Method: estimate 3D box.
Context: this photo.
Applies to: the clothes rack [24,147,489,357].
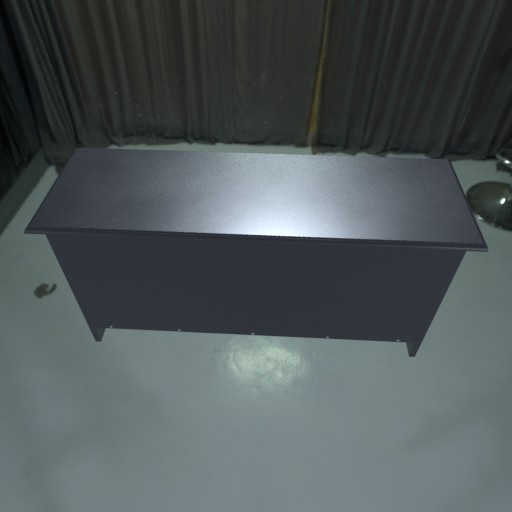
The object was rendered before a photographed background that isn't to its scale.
[{"bbox_3d":[0.000,0.000,1.492,1.219,0.556,0.406,2,46,2],"label":"clothes rack"}]
